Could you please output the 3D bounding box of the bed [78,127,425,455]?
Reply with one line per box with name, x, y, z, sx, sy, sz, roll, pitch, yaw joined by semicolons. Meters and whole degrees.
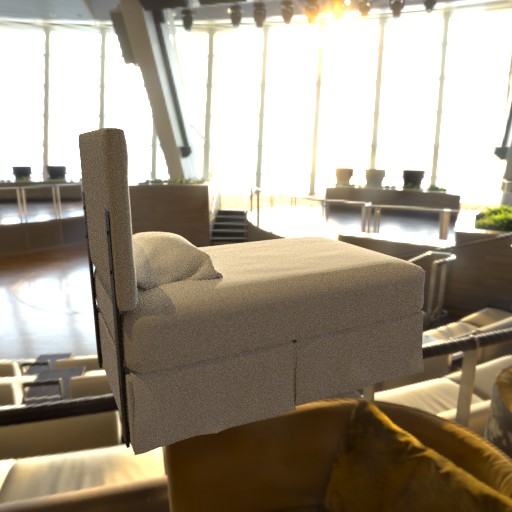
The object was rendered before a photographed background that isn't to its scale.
bed;0.000;0.000;2.940;1.997;1.571;1.261;-7;15;-26
